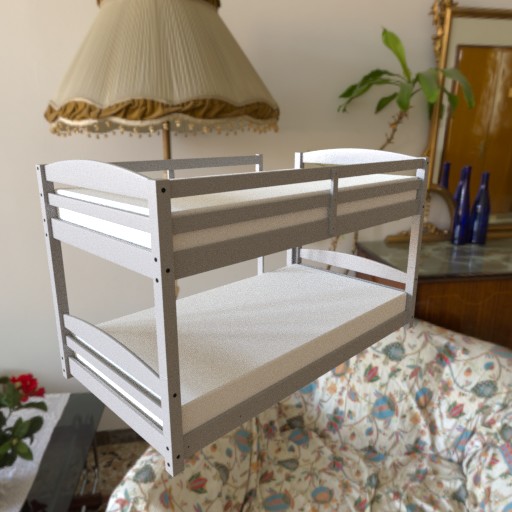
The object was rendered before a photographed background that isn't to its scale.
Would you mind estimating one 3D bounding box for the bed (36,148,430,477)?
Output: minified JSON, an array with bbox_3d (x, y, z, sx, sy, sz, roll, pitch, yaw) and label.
[{"bbox_3d":[0.000,0.000,2.647,2.013,1.206,1.105,-15,21,-43],"label":"bed"}]
